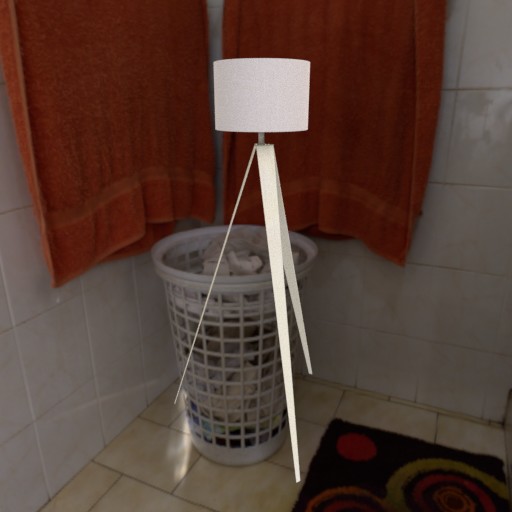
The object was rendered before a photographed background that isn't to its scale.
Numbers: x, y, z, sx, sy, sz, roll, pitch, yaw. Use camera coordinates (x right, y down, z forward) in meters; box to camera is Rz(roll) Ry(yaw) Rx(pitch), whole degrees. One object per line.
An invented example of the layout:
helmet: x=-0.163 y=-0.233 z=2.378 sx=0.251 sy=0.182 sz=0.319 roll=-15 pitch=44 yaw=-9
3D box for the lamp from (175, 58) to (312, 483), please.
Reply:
lamp: x=0.000 y=0.000 z=1.915 sx=0.724 sy=1.524 sz=0.716 roll=9 pitch=21 yaw=25
